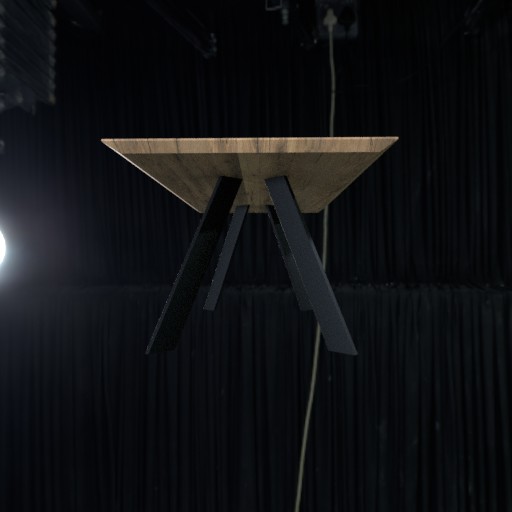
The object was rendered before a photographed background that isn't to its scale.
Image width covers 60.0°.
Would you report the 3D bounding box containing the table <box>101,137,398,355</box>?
[{"bbox_3d":[0.000,0.000,2.487,1.000,0.770,2.000,0,-1,1],"label":"table"}]
